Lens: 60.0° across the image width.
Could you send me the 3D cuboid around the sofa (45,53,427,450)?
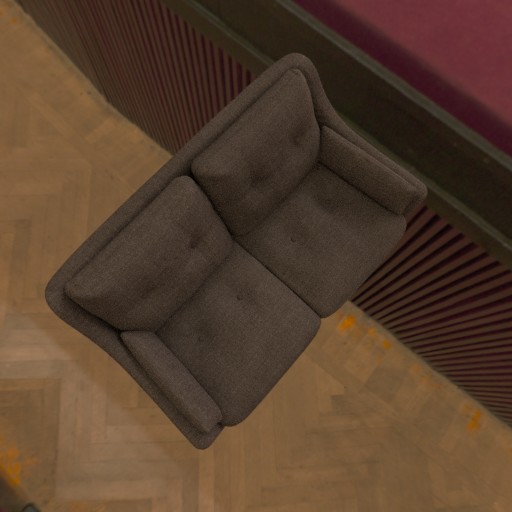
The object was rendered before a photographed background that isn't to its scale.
[{"bbox_3d":[0.000,0.000,2.212,0.976,0.887,1.646,41,79,10],"label":"sofa"}]
